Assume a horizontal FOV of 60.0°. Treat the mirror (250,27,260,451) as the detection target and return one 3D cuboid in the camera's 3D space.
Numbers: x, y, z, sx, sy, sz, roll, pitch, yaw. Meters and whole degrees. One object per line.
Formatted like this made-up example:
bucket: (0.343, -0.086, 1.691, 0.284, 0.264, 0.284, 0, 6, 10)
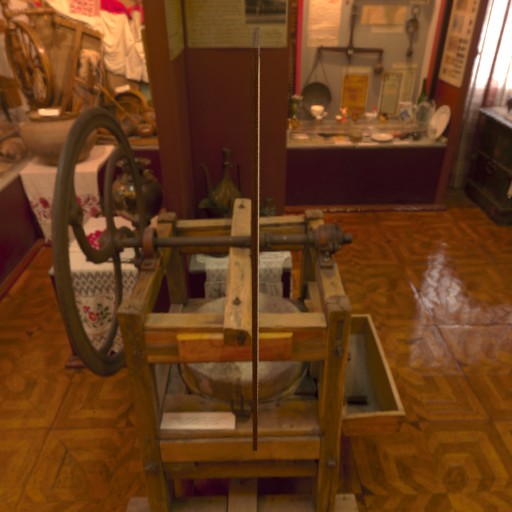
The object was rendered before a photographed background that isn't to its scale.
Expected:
mirror: (0.000, 0.000, 2.271, 0.025, 2.032, 0.812, 0, 31, 1)
